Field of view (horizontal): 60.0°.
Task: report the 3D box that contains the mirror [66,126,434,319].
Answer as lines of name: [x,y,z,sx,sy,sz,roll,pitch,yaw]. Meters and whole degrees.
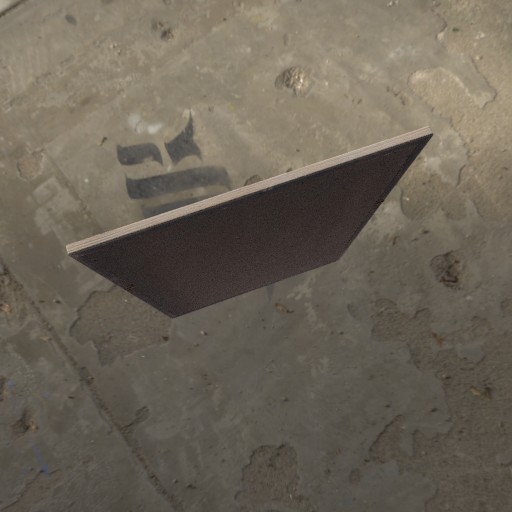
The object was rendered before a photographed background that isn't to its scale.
mirror: [0.000,0.000,1.290,0.705,0.996,0.025,-19,76,-5]
